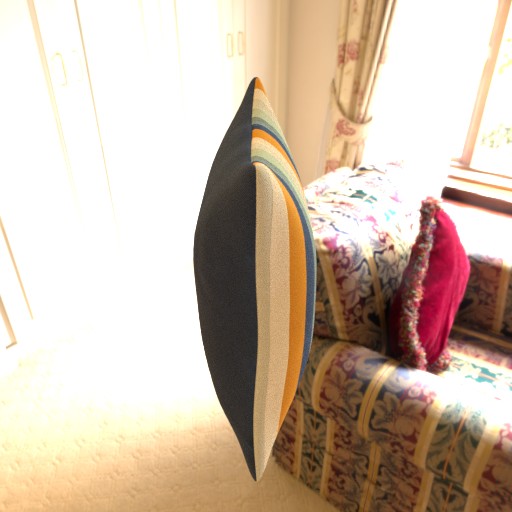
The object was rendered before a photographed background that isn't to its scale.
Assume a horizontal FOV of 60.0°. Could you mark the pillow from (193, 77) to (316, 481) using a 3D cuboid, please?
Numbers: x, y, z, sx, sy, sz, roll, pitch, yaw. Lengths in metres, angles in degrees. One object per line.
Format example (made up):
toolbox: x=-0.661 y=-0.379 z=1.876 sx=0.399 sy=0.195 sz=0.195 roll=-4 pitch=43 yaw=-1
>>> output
pillow: x=0.000 y=0.000 z=0.695 sx=0.173 sy=0.454 sz=0.463 roll=0 pitch=31 yaw=0
